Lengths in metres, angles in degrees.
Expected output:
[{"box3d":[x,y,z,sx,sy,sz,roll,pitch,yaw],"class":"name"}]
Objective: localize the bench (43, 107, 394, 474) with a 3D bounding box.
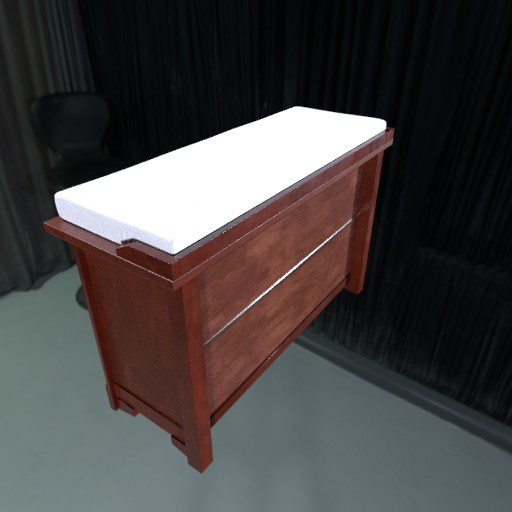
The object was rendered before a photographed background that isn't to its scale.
[{"box3d":[0.000,0.000,1.295,0.369,0.646,0.987,20,37,30],"class":"bench"}]
